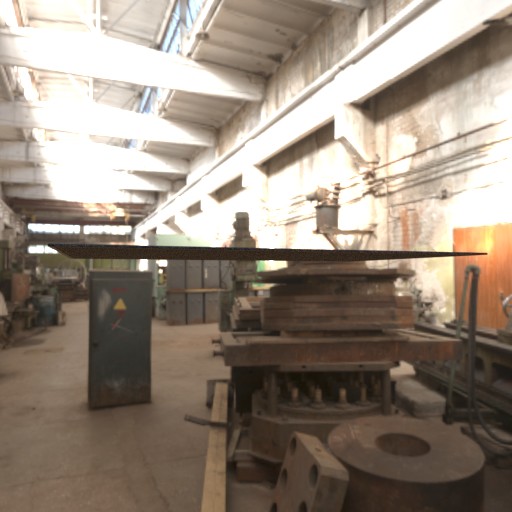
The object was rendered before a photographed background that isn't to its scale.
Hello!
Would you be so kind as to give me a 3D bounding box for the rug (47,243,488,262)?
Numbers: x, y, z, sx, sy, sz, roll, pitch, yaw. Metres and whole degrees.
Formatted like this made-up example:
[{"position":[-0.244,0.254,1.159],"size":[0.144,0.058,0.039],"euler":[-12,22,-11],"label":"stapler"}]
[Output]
[{"position":[0.000,0.000,2.175],"size":[1.754,0.010,1.139],"euler":[1,-2,-19],"label":"rug"}]
